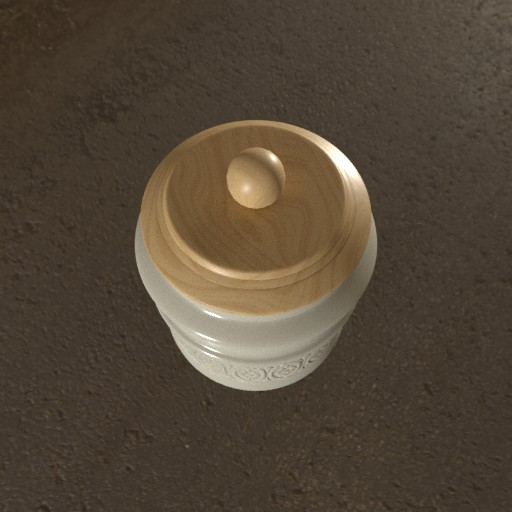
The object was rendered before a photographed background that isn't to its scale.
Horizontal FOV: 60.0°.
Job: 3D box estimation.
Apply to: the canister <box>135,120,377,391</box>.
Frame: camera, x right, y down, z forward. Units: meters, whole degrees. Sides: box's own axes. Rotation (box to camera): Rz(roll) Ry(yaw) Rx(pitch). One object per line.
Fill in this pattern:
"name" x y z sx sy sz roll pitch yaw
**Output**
"canister" 0.000 0.000 0.265 0.130 0.176 0.130 0 62 0
